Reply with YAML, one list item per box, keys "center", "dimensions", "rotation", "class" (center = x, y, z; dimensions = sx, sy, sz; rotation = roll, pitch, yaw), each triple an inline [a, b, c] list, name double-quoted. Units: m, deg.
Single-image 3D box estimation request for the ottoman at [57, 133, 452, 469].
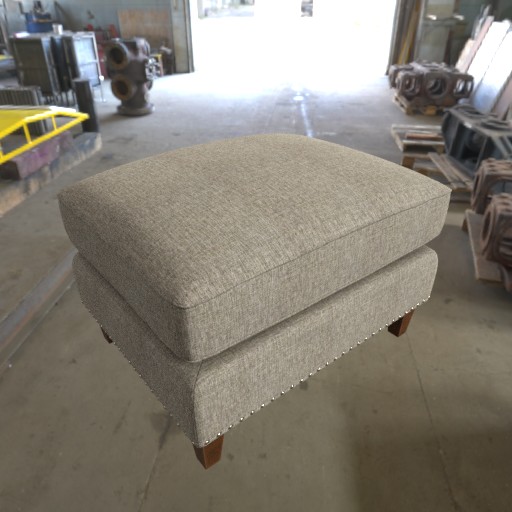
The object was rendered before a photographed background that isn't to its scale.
- center: [0.000, 0.000, 1.111]
  dimensions: [0.741, 0.513, 0.584]
  rotation: [-22, 37, -33]
  class: "ottoman"
